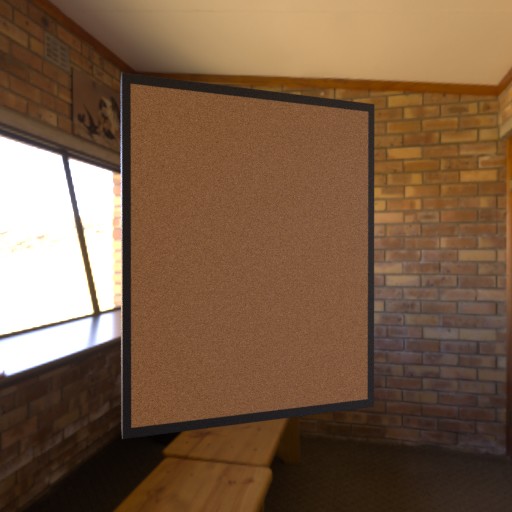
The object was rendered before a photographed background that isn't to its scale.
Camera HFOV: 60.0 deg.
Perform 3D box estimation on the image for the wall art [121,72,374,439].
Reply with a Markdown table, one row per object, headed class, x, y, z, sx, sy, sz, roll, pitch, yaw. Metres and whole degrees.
| class | x | y | z | sx | sy | sz | roll | pitch | yaw |
| --- | --- | --- | --- | --- | --- | --- | --- | --- | --- |
| wall art | 0.000 | 0.000 | 0.507 | 0.294 | 0.369 | 0.030 | 0 | 0 | -19 |
